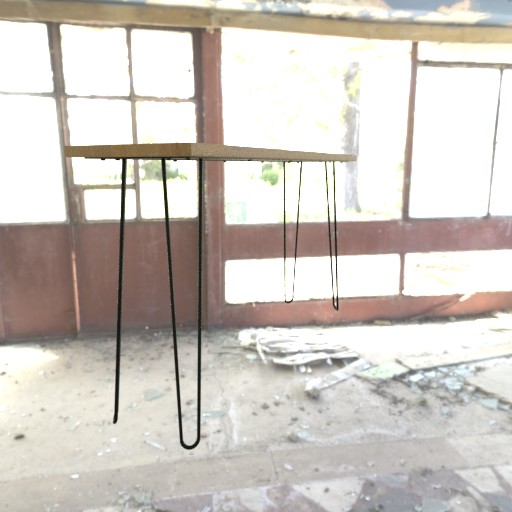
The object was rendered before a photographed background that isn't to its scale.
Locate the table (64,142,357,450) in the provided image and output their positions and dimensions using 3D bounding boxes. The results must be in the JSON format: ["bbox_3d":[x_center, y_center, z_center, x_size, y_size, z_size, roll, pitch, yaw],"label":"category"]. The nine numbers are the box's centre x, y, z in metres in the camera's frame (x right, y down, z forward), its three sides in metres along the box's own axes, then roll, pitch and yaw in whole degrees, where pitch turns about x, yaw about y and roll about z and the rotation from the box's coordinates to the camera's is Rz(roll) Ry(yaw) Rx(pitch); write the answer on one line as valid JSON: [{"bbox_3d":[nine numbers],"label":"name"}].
[{"bbox_3d":[0.000,0.000,1.748,0.399,0.799,1.400,6,13,27],"label":"table"}]
